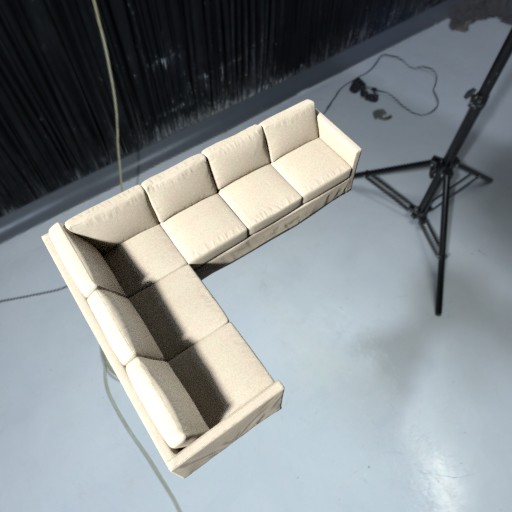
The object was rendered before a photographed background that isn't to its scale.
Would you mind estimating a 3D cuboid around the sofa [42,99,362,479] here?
[{"bbox_3d":[0.000,0.000,4.268,3.182,0.871,2.432,-31,64,-17],"label":"sofa"}]
